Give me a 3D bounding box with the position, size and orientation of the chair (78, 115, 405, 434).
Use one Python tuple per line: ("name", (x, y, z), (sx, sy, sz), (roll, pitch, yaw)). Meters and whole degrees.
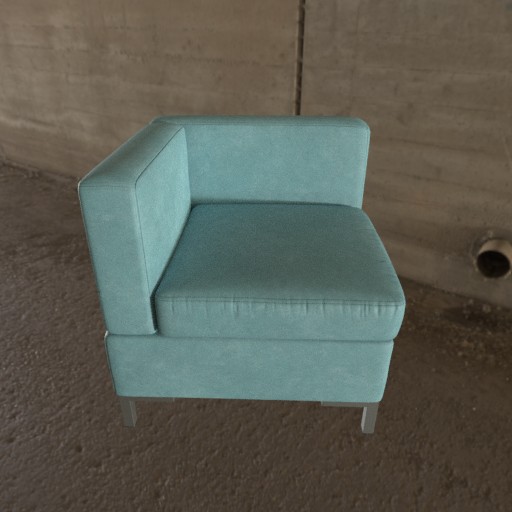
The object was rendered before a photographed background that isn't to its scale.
("chair", (0.000, 0.000, 1.243), (0.680, 0.660, 0.680), (1, 28, 2))
